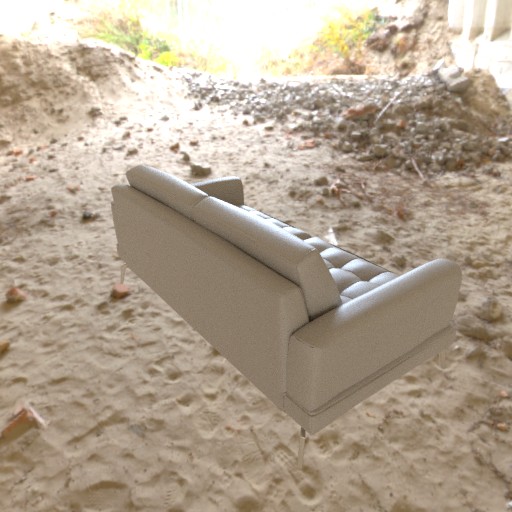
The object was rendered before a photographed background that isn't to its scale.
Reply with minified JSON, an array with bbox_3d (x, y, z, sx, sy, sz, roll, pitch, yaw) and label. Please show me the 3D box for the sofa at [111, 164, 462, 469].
[{"bbox_3d":[0.000,0.000,2.763,1.121,0.930,2.177,-18,31,-33],"label":"sofa"}]
